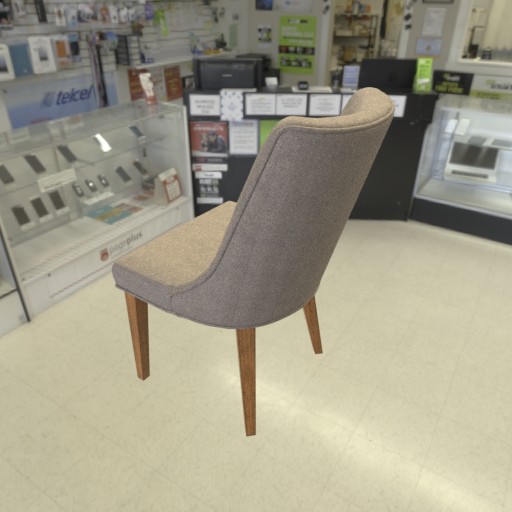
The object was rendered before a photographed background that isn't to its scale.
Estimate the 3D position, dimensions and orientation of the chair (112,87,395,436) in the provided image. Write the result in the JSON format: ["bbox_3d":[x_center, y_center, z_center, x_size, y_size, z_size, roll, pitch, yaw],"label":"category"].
[{"bbox_3d":[0.000,0.000,1.282,0.636,0.916,0.548,20,36,30],"label":"chair"}]
